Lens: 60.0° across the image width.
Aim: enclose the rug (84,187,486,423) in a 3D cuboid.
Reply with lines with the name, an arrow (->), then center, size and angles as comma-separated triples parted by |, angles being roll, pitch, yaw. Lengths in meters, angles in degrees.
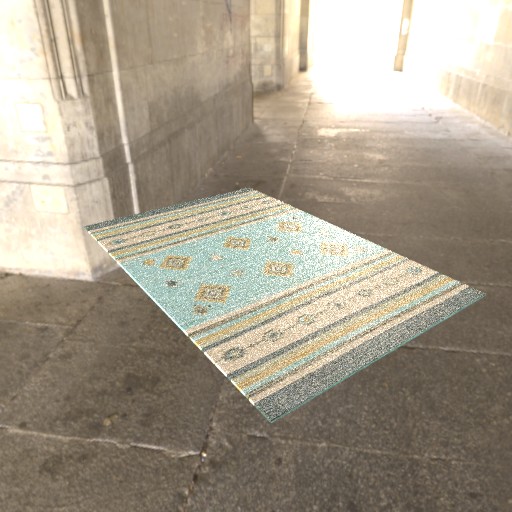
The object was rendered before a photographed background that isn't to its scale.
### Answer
rug -> 0.000, 0.000, 2.303 | 1.212, 0.010, 1.811 | -19, 33, -32
